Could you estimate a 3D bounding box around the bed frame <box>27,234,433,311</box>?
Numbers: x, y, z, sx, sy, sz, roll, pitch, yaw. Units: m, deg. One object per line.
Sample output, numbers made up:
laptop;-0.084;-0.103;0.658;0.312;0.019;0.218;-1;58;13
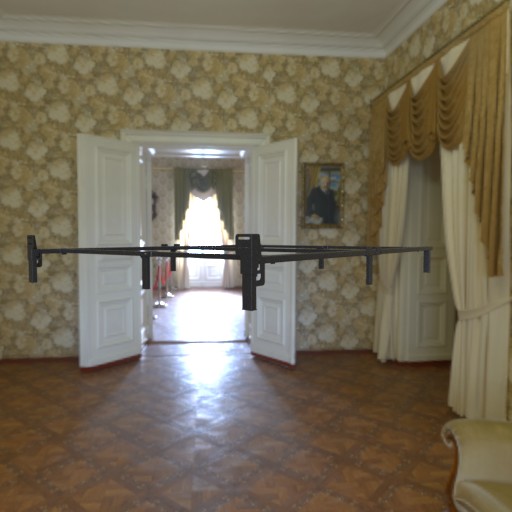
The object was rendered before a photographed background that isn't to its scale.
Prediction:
bed frame;0.000;0.000;2.657;1.498;0.248;1.990;2;3;37
